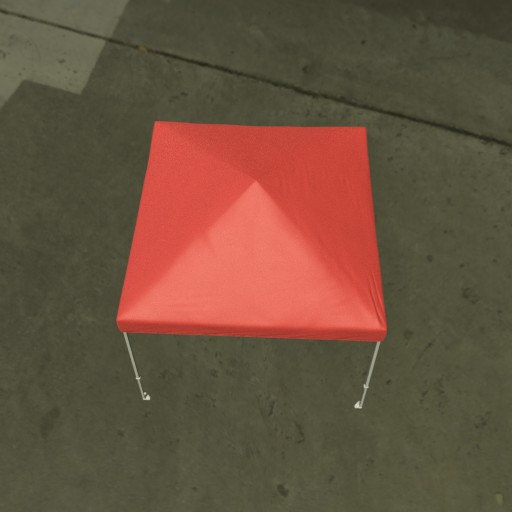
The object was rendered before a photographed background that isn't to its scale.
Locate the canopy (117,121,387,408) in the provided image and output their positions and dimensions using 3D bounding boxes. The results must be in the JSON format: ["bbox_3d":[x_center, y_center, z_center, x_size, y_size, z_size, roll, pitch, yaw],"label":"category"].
[{"bbox_3d":[0.000,0.000,5.175,2.848,2.849,2.849,2,62,1],"label":"canopy"}]
